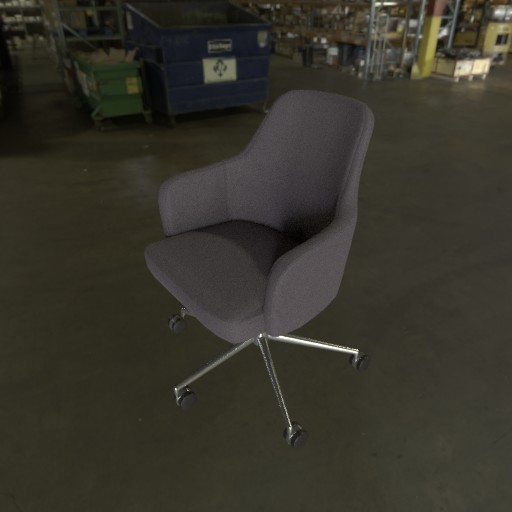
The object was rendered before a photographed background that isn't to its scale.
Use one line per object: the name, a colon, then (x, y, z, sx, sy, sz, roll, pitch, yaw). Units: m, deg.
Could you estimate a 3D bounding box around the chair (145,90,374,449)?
chair: (0.000, 0.000, 1.256, 0.600, 0.820, 0.655, -21, 36, -31)
